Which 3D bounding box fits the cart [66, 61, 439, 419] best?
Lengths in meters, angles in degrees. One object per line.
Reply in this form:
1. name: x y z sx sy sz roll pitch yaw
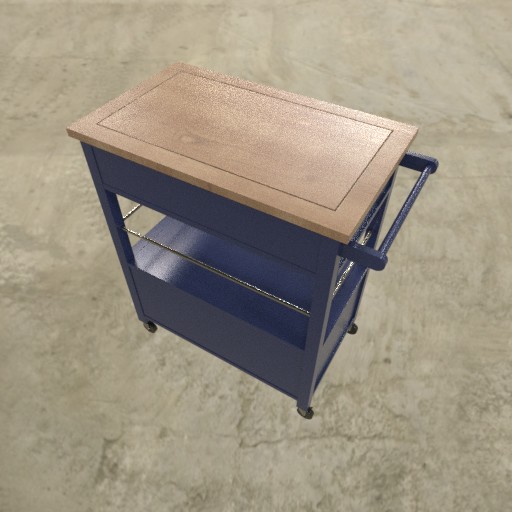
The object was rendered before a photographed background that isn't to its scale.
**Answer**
1. cart: 0.000 0.000 1.428 0.840 0.901 0.459 23 51 21
